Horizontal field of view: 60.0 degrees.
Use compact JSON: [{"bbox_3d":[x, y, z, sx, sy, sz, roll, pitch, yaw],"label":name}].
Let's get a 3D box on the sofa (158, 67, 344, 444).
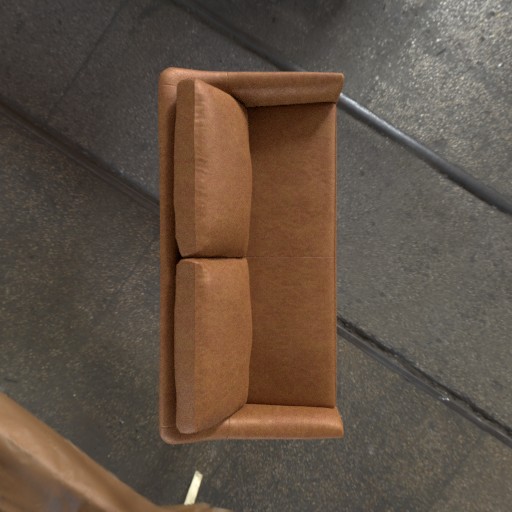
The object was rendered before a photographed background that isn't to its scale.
[{"bbox_3d":[0.000,0.000,2.581,0.981,0.945,2.036,0,90,1],"label":"sofa"}]
